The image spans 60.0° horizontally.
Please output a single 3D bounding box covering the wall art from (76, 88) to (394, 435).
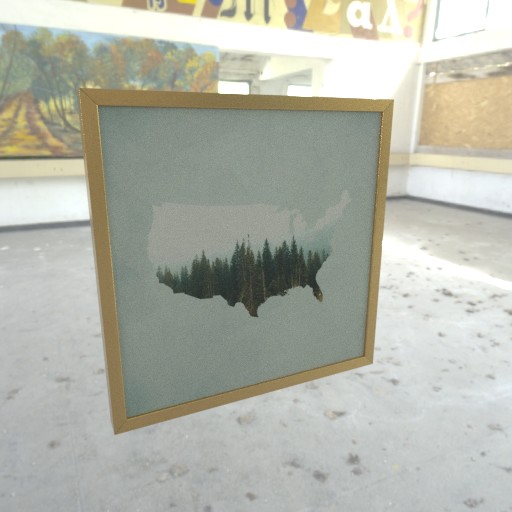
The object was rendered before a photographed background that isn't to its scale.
[{"bbox_3d":[0.000,0.000,0.745,0.509,0.509,0.040,-7,17,-25],"label":"wall art"}]
